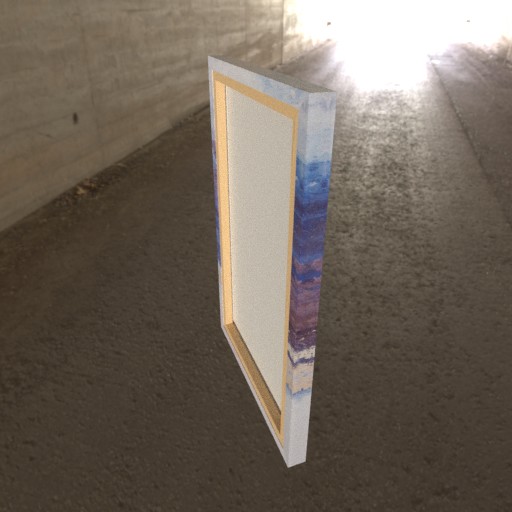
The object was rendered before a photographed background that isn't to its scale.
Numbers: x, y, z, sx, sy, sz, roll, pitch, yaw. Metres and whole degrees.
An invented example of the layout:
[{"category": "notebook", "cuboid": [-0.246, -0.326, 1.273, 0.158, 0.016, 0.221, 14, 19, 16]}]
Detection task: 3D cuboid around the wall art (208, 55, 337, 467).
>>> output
[{"category": "wall art", "cuboid": [0.000, 0.000, 1.116, 0.048, 0.874, 0.583, -10, 31, -18]}]
